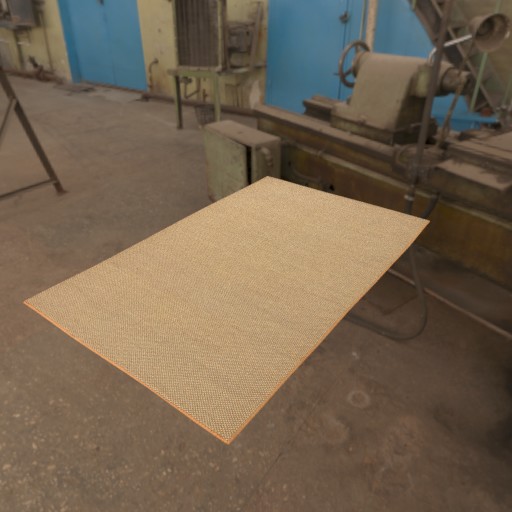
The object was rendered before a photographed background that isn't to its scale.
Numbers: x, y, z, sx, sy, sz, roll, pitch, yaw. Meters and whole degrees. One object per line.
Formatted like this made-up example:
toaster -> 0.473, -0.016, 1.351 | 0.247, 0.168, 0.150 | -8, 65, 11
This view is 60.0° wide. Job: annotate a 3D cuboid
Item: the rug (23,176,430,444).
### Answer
rug -> 0.000, 0.000, 2.062 | 1.078, 0.013, 1.678 | 22, 38, 31
